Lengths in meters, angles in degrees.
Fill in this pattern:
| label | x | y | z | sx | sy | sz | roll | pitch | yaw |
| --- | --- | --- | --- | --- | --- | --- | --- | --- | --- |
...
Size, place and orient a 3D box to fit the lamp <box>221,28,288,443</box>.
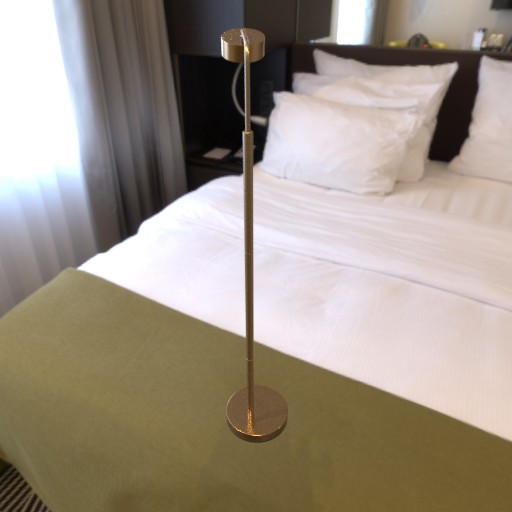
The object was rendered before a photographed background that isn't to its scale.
| label | x | y | z | sx | sy | sz | roll | pitch | yaw |
| --- | --- | --- | --- | --- | --- | --- | --- | --- | --- |
| lamp | 0.000 | 0.000 | 1.365 | 0.219 | 1.230 | 0.418 | -1 | 31 | -2 |
